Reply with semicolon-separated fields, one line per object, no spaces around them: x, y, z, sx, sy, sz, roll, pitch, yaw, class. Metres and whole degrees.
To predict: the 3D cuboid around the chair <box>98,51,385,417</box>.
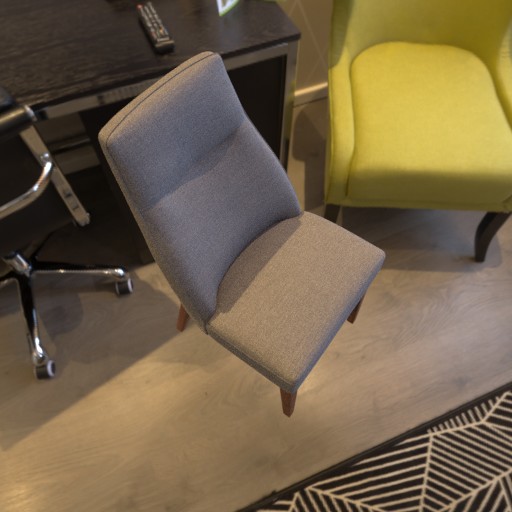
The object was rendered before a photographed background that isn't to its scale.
0.000;0.000;1.300;0.620;0.930;0.500;33;64;18;chair
